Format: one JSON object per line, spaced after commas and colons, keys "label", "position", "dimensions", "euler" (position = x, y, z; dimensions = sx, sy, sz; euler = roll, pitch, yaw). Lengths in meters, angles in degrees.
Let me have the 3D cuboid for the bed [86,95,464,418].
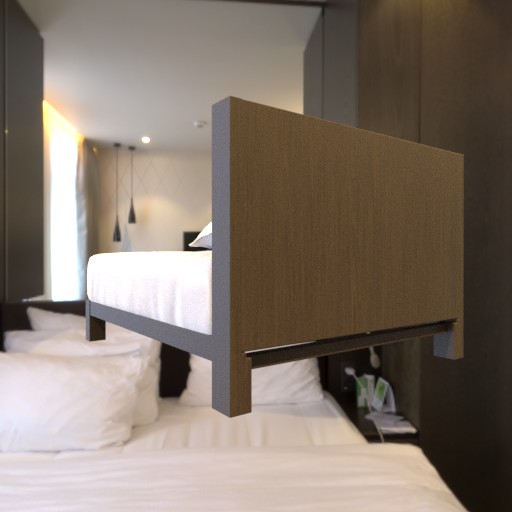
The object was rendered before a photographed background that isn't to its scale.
{"label": "bed", "position": [0.000, 0.000, 3.041], "dimensions": [1.735, 1.261, 1.992], "euler": [0, 0, -36]}
